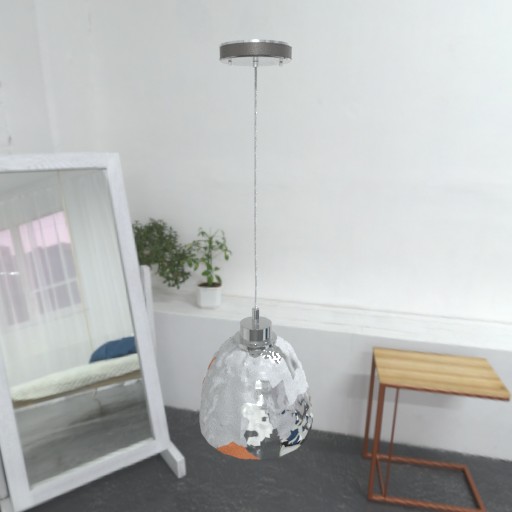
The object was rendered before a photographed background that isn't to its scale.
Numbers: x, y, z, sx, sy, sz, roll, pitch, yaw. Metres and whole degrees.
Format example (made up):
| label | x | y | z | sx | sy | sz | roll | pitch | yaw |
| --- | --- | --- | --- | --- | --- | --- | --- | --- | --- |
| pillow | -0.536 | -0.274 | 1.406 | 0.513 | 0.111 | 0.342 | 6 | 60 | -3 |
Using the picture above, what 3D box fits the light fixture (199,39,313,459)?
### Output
| label | x | y | z | sx | sy | sz | roll | pitch | yaw |
| --- | --- | --- | --- | --- | --- | --- | --- | --- | --- |
| light fixture | 0.000 | 0.000 | 1.747 | 0.496 | 1.511 | 0.500 | -2 | 17 | -7 |
